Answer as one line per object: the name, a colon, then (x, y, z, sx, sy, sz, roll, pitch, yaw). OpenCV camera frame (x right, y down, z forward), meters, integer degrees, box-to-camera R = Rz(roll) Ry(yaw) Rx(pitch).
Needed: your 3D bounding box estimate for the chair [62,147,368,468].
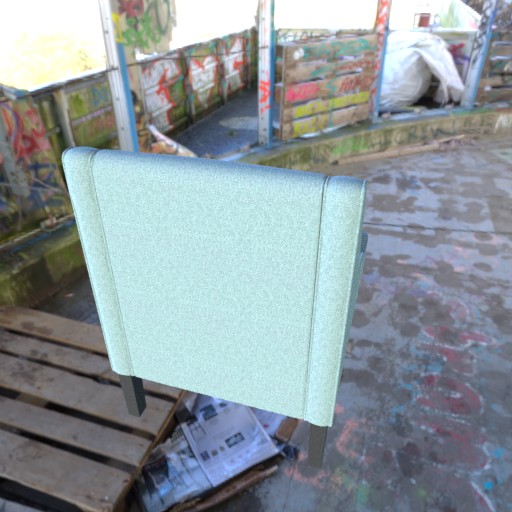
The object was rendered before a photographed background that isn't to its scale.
chair: (0.000, 0.000, 1.842, 0.857, 1.133, 1.025, 9, 33, 15)
